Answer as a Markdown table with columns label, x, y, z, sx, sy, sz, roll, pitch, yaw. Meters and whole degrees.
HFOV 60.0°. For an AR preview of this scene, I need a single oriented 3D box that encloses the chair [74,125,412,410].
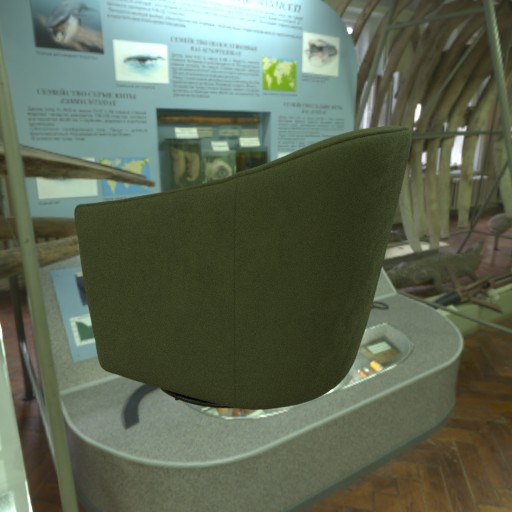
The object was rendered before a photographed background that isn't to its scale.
| label | x | y | z | sx | sy | sz | roll | pitch | yaw |
| --- | --- | --- | --- | --- | --- | --- | --- | --- | --- |
| chair | 0.000 | 0.000 | 1.421 | 0.875 | 0.799 | 0.747 | 7 | 17 | 25 |
